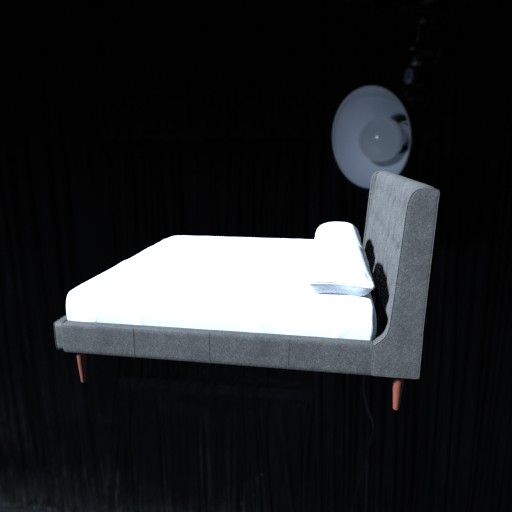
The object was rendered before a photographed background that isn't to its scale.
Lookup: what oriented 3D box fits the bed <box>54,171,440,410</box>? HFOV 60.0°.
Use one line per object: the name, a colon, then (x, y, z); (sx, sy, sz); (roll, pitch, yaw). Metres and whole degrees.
bed: (0.000, 0.000, 2.586); (1.638, 0.933, 1.531); (2, 13, 9)
